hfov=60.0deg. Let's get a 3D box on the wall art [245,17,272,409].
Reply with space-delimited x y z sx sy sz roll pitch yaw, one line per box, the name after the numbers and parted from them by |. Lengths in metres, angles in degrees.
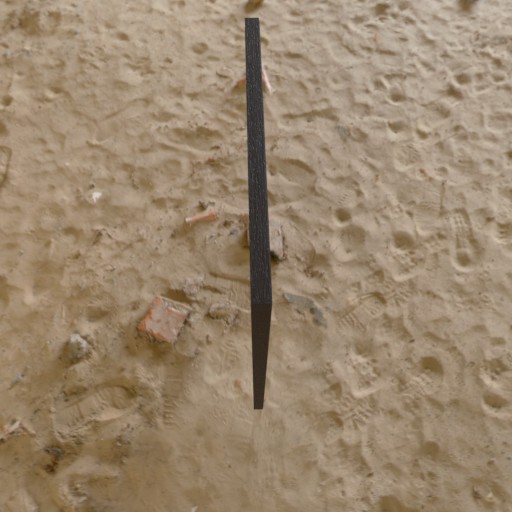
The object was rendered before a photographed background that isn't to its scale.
0.000 0.000 0.661 0.017 0.513 0.359 -1 62 -1 | wall art
